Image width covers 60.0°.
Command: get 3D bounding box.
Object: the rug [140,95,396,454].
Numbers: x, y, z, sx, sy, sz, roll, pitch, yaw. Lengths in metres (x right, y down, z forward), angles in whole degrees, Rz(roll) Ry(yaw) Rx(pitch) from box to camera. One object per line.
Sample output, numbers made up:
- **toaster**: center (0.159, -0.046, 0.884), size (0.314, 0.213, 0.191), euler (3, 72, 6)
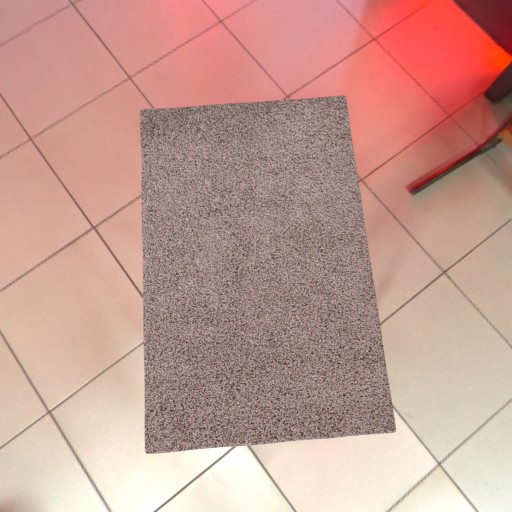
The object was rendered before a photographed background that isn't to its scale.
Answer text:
- **rug**: center (0.000, 0.000, 3.473), size (1.778, 0.030, 2.743), euler (-4, 75, -1)
